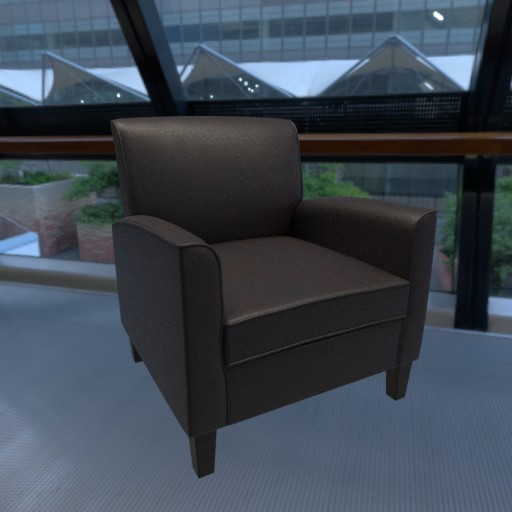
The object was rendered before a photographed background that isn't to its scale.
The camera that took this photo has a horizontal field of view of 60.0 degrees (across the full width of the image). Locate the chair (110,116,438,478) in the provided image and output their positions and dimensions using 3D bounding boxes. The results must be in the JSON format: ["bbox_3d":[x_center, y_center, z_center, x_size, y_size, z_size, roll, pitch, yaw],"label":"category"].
[{"bbox_3d":[0.000,0.000,1.513,0.820,0.916,0.819,-9,19,-27],"label":"chair"}]
